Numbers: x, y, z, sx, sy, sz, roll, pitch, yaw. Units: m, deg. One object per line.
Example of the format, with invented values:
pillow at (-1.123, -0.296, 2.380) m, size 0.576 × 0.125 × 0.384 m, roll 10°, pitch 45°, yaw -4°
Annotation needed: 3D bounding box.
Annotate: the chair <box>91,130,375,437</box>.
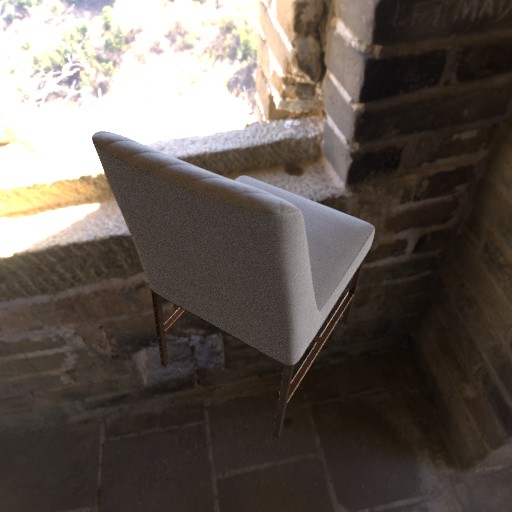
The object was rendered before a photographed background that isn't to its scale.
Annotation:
chair at (0.000, 0.000, 1.268) m, size 0.503 × 0.933 × 0.597 m, roll 25°, pitch 51°, yaw 22°
